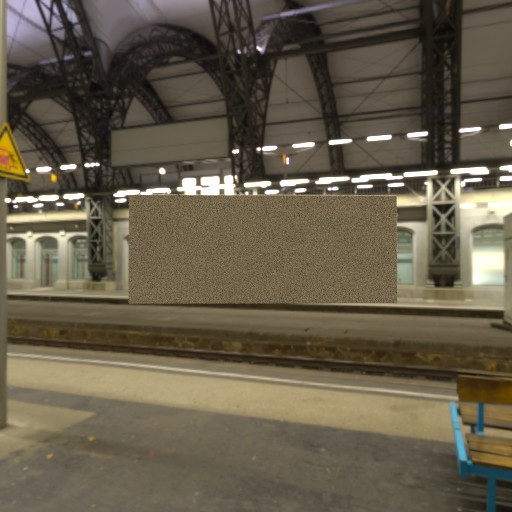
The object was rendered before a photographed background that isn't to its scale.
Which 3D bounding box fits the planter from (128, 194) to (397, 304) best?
[{"bbox_3d":[0.000,0.000,0.375,0.127,0.051,0.333,0,-1,-1],"label":"planter"}]
